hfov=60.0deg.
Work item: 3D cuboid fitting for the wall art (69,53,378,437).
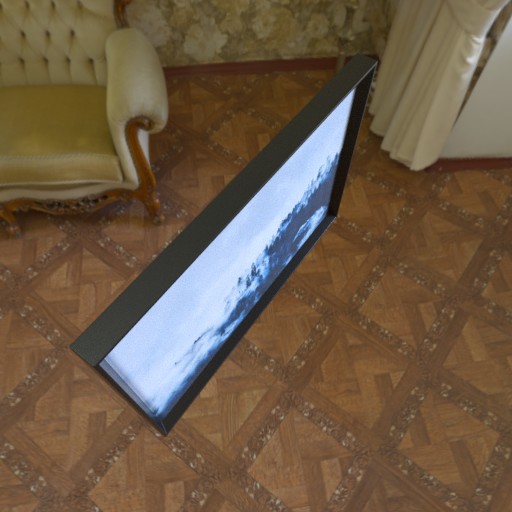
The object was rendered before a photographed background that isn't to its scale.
[{"bbox_3d":[0.000,0.000,1.167,0.058,0.640,0.939,32,64,18],"label":"wall art"}]
